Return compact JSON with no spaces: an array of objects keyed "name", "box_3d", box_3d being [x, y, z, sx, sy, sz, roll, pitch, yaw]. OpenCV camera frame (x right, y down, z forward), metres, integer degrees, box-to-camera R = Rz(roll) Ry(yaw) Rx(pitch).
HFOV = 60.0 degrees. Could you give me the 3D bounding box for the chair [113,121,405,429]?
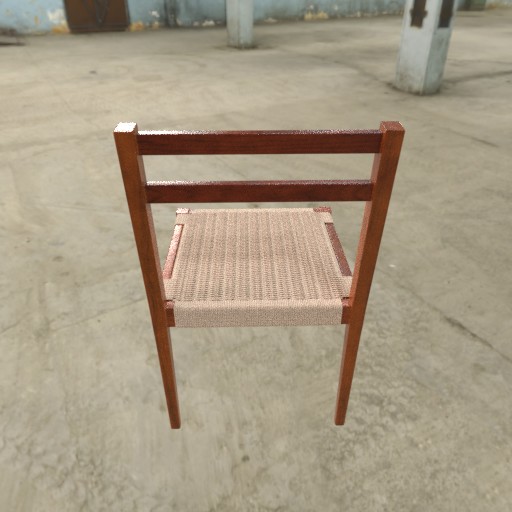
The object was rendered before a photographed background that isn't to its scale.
[{"name":"chair","box_3d":[0.000,0.000,1.203,0.495,0.851,0.569,-1,32,-1]}]
